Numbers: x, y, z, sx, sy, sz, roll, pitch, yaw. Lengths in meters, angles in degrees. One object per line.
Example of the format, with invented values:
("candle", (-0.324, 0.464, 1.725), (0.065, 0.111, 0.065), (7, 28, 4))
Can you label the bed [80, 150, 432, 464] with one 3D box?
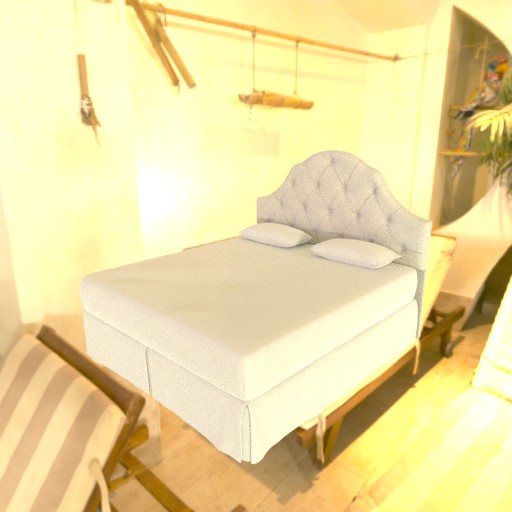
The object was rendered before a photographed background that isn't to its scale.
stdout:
("bed", (0.000, 0.000, 3.633), (2.008, 1.615, 2.214), (15, 22, 41))
